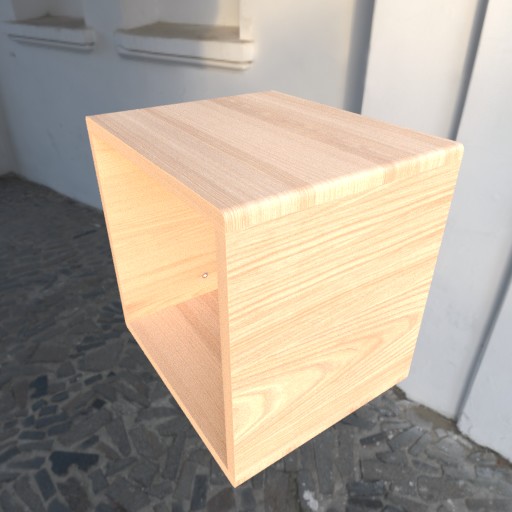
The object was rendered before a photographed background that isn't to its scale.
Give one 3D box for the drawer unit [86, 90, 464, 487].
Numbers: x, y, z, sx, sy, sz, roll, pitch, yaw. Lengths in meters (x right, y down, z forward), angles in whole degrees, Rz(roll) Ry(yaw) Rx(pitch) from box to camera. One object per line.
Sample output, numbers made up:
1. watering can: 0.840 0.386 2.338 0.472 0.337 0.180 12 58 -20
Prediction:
1. drawer unit: 0.000 0.000 0.599 0.290 0.344 0.344 -20 36 -29
